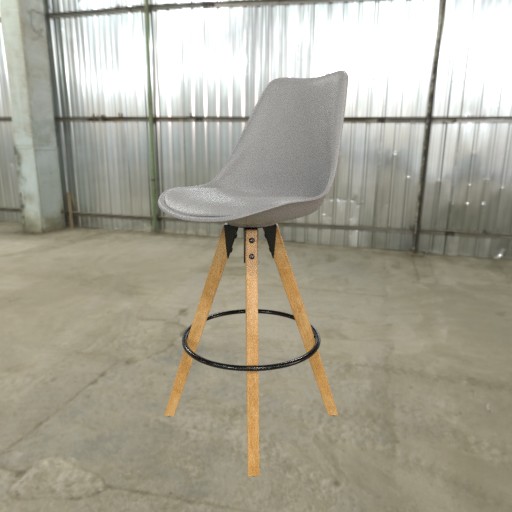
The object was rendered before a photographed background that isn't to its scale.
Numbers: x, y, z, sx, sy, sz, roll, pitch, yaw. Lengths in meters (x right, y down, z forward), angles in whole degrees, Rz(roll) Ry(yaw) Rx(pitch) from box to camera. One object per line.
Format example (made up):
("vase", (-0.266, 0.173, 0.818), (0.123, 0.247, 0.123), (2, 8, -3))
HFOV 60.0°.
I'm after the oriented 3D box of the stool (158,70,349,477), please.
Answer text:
("stool", (0.000, 0.000, 1.394), (0.485, 1.115, 0.550), (14, 20, 42))
